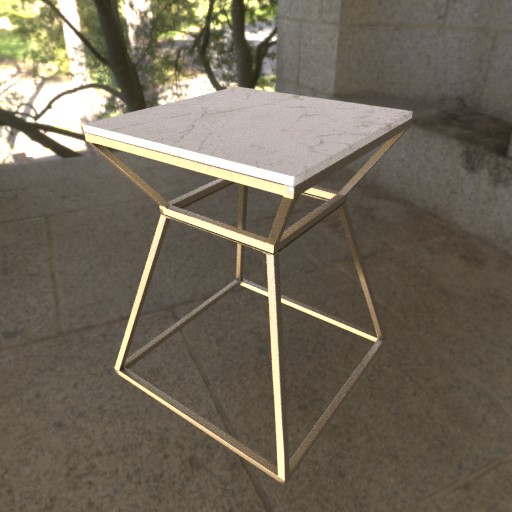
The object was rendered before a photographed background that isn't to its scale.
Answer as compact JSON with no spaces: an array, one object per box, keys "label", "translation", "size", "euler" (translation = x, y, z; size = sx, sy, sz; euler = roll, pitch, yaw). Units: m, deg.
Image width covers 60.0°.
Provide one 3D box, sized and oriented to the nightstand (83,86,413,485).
[{"label":"nightstand","translation":[0.000,0.000,0.901],"size":[0.455,0.554,0.455],"euler":[20,37,30]}]
